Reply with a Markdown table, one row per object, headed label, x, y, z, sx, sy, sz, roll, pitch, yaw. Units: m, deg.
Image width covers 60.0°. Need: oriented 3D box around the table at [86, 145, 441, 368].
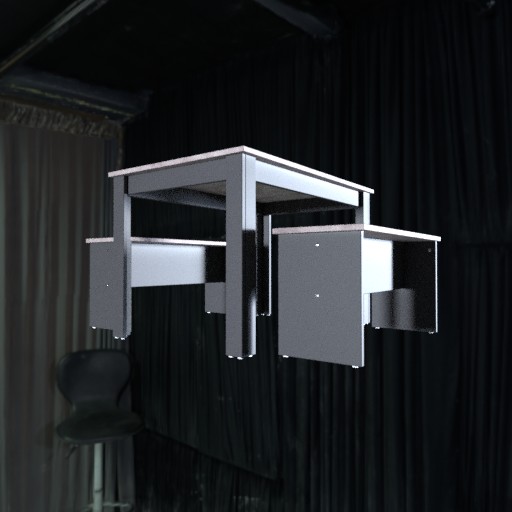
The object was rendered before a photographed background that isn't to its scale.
| label | x | y | z | sx | sy | sz | roll | pitch | yaw |
| --- | --- | --- | --- | --- | --- | --- | --- | --- | --- |
| table | 0.000 | 0.000 | 2.092 | 1.443 | 0.700 | 1.100 | -1 | -1 | 37 |
